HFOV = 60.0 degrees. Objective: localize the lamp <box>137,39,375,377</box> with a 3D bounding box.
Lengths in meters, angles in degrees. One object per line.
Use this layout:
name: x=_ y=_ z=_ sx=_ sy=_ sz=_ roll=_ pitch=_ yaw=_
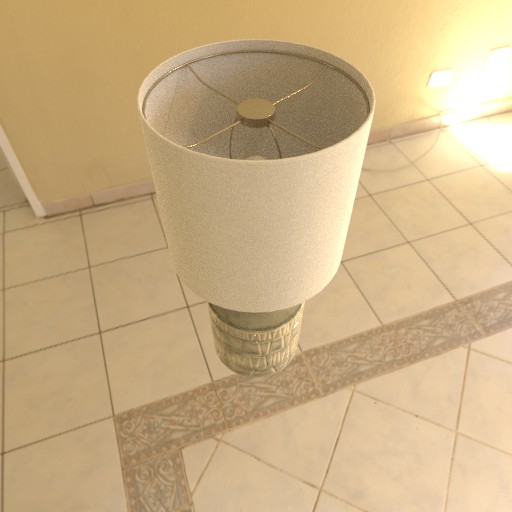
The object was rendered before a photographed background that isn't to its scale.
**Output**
lamp: x=0.000 y=0.000 z=0.569 sx=0.211 sy=0.455 sz=0.211 roll=-24 pitch=53 yaw=-19
